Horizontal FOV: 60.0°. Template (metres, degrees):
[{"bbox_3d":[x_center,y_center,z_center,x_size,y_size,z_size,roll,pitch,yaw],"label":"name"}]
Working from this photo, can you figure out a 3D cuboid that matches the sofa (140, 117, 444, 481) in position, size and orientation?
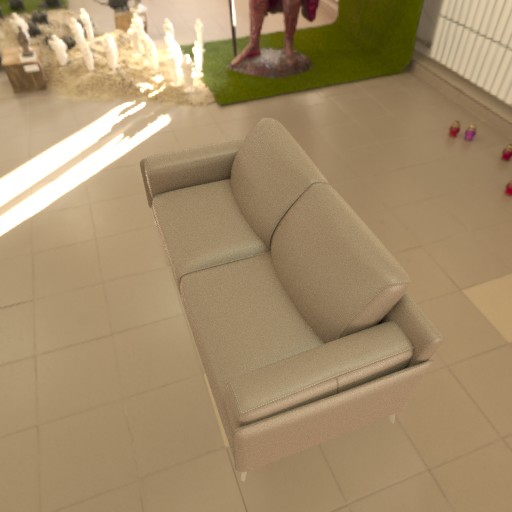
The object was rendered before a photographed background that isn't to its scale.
[{"bbox_3d":[0.000,0.000,2.614,1.049,0.930,2.101,-15,47,-15],"label":"sofa"}]
